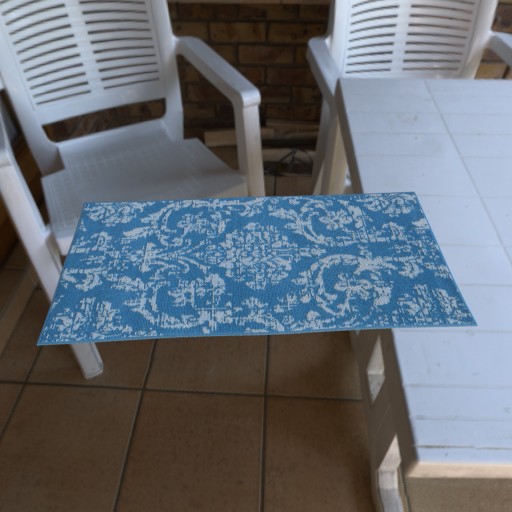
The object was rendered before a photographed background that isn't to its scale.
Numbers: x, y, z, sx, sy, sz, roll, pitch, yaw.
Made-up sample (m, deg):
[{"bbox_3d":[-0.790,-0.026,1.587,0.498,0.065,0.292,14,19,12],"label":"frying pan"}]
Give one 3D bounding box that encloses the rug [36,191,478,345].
[{"bbox_3d":[0.000,0.000,1.426,1.219,0.007,0.604,-2,46,-2],"label":"rug"}]
